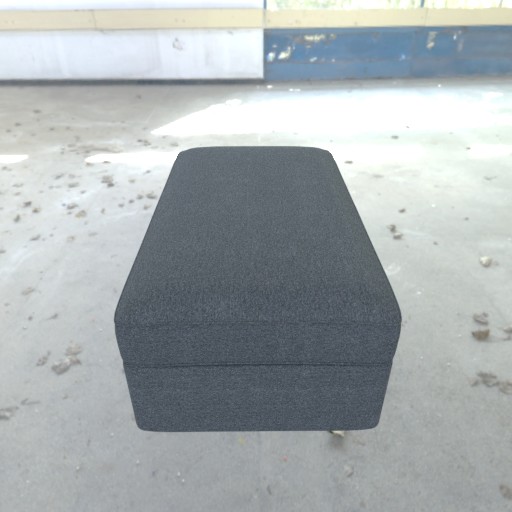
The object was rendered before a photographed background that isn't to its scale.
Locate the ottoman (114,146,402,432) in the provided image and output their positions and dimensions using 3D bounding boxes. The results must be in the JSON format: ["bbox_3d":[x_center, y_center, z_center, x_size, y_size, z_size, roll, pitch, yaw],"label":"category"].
[{"bbox_3d":[0.000,0.000,1.591,0.681,0.494,1.173,0,33,0],"label":"ottoman"}]
